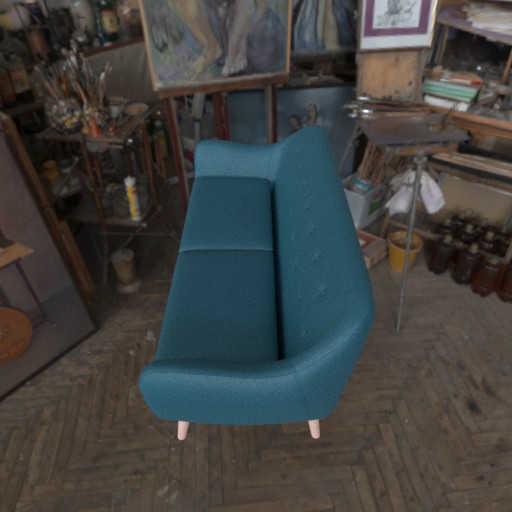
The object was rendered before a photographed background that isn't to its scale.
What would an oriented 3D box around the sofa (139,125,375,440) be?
[{"bbox_3d":[0.000,0.000,2.289,0.820,0.836,1.840,0,39,0],"label":"sofa"}]
